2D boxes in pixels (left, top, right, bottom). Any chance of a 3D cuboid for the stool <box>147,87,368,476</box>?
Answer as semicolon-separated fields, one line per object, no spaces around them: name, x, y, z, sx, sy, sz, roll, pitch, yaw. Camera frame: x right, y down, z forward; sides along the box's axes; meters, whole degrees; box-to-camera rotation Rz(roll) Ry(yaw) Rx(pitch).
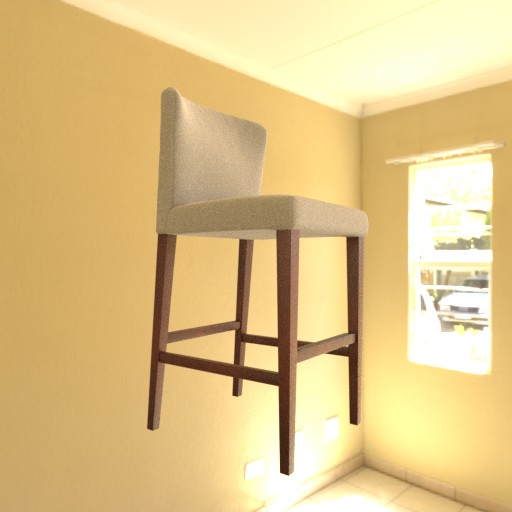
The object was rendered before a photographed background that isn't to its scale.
stool;0.000;0.000;1.399;0.568;1.069;0.479;0;-1;36
